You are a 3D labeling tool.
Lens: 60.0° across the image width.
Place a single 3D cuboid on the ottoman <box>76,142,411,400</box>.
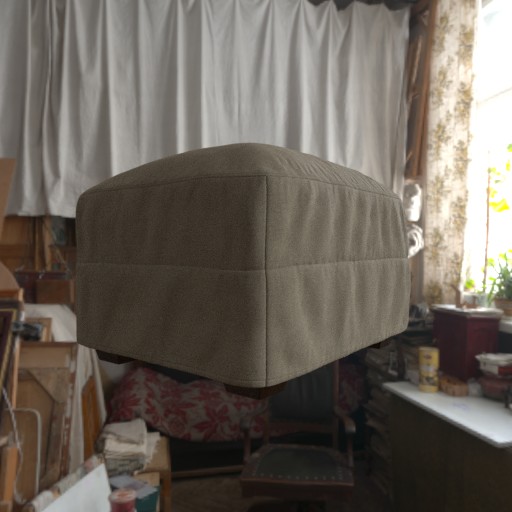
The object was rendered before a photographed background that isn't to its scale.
[{"bbox_3d":[0.000,0.000,1.108,0.584,0.480,0.712,0,0,38],"label":"ottoman"}]
